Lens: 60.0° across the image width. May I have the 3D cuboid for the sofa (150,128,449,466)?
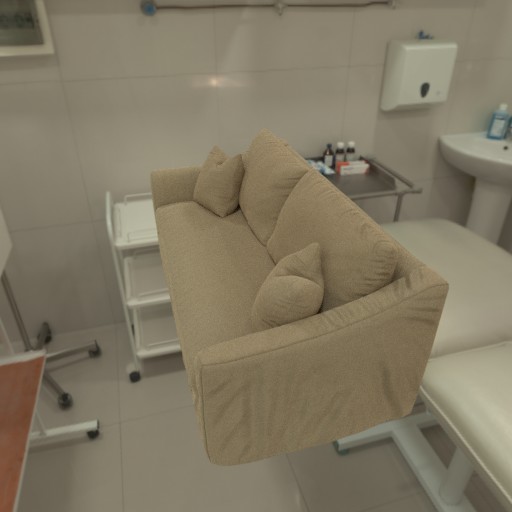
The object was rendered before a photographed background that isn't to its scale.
[{"bbox_3d":[0.000,0.000,2.643,1.072,1.018,2.010,-9,33,-14],"label":"sofa"}]
